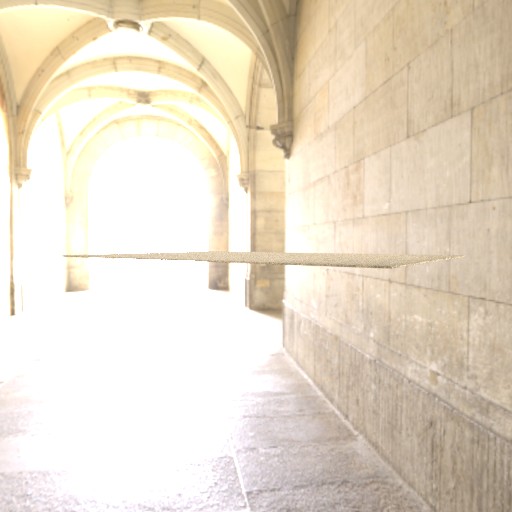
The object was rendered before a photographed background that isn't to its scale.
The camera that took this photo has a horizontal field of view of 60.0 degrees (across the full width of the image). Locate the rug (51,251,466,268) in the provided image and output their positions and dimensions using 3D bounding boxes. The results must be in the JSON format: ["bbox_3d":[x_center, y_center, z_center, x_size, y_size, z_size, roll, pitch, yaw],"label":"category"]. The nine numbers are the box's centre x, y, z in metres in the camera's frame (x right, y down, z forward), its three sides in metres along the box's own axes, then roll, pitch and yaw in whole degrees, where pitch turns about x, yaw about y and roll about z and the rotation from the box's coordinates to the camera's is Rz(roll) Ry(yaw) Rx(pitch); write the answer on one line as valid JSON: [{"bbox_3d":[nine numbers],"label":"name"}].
[{"bbox_3d":[0.000,0.000,2.331,1.827,0.007,1.211,1,2,35],"label":"rug"}]
